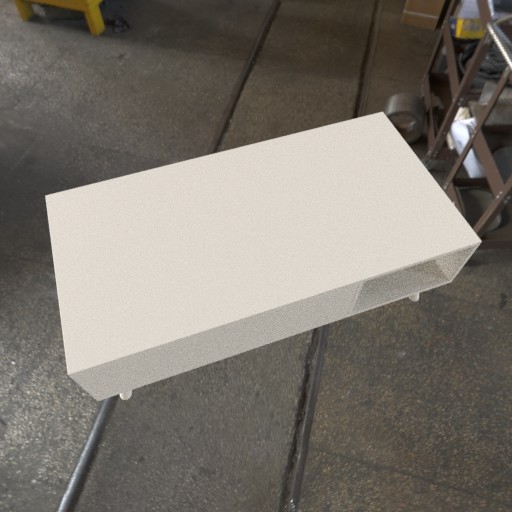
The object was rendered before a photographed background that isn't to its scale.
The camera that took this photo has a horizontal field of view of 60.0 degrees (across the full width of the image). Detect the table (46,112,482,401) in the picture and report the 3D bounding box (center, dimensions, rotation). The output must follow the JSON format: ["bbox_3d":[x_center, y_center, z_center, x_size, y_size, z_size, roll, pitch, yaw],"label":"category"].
[{"bbox_3d":[0.000,0.000,1.531,1.194,0.432,0.609,-17,59,-10],"label":"table"}]
